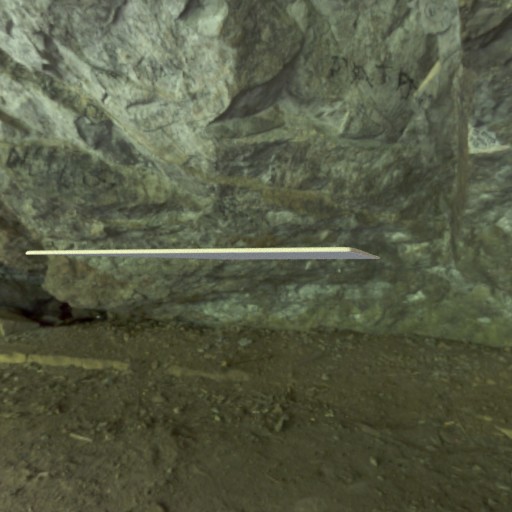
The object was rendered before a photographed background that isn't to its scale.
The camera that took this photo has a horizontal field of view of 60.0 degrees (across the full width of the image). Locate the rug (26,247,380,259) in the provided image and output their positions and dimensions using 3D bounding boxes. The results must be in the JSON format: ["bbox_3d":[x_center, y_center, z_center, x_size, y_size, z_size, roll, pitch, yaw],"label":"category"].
[{"bbox_3d":[0.000,0.000,2.096,1.067,0.013,1.676,0,-1,18],"label":"rug"}]
